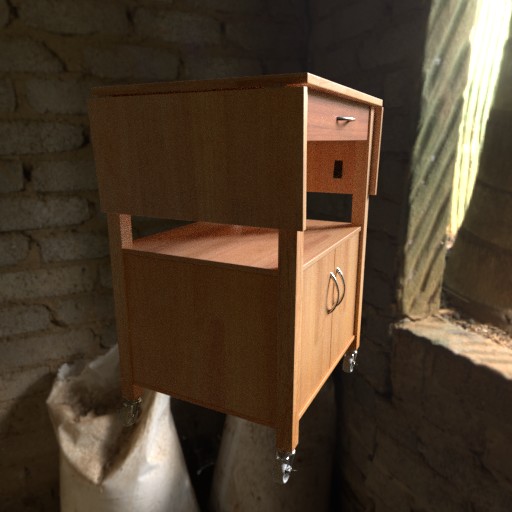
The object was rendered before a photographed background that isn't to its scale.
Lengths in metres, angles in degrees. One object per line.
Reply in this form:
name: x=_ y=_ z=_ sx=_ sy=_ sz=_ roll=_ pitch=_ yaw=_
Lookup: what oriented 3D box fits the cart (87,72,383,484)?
cart: x=0.000 y=0.000 z=1.221 sx=0.508 sy=0.838 sz=0.640 roll=7 pitch=16 yaw=26
